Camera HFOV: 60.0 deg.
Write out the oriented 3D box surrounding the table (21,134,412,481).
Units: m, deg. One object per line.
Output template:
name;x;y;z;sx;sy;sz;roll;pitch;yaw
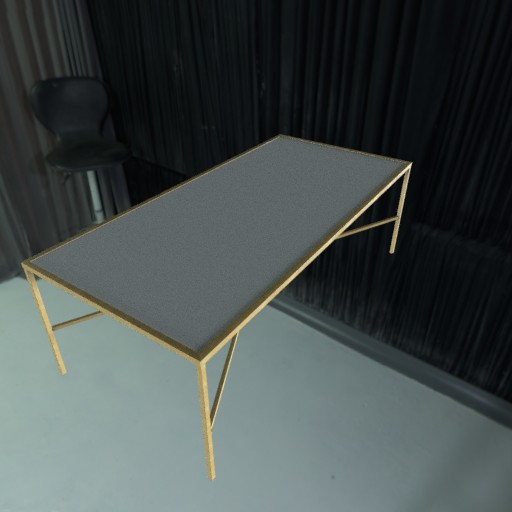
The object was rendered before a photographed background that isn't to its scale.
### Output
table;0.000;0.000;1.482;0.580;0.398;1.206;21;38;28
